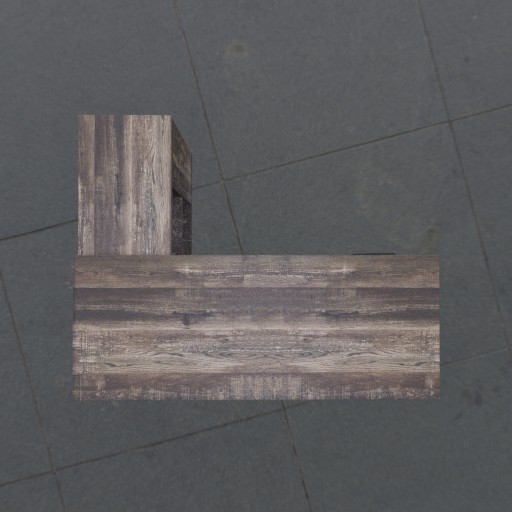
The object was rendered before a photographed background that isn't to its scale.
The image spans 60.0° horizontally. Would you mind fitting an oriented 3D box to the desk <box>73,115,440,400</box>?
[{"bbox_3d":[0.000,0.000,2.221,1.524,0.753,1.200,0,90,-1],"label":"desk"}]
